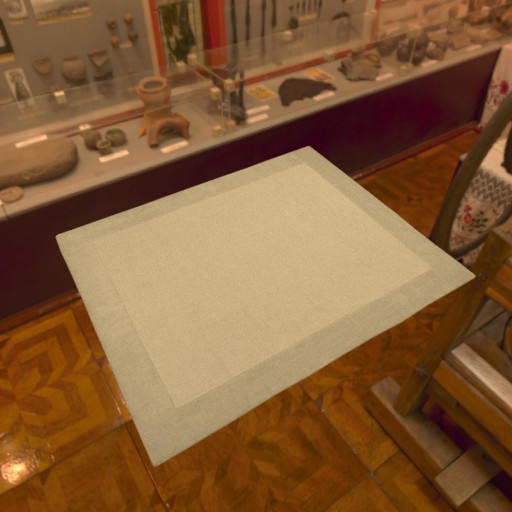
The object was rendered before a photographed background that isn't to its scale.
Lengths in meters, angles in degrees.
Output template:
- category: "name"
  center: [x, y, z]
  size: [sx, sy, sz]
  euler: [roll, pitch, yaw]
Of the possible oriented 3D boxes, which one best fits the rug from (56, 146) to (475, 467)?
- category: "rug"
  center: [0.000, 0.000, 3.987]
  size: [2.976, 0.018, 2.430]
  euler: [-24, 51, -21]
